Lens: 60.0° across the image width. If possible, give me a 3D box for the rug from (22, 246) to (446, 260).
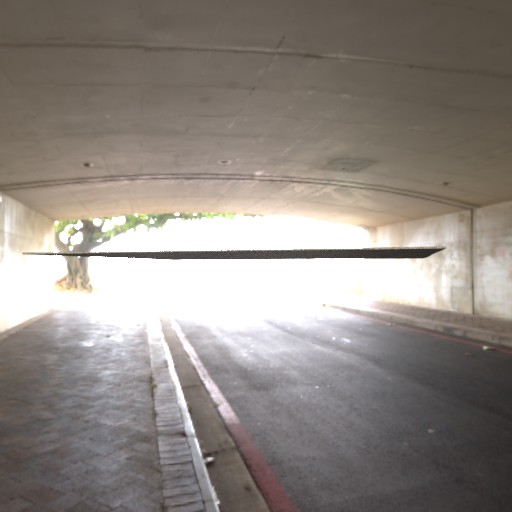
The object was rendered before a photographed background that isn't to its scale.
[{"bbox_3d":[0.000,0.000,4.125,3.061,0.014,2.447,-1,-2,18],"label":"rug"}]
